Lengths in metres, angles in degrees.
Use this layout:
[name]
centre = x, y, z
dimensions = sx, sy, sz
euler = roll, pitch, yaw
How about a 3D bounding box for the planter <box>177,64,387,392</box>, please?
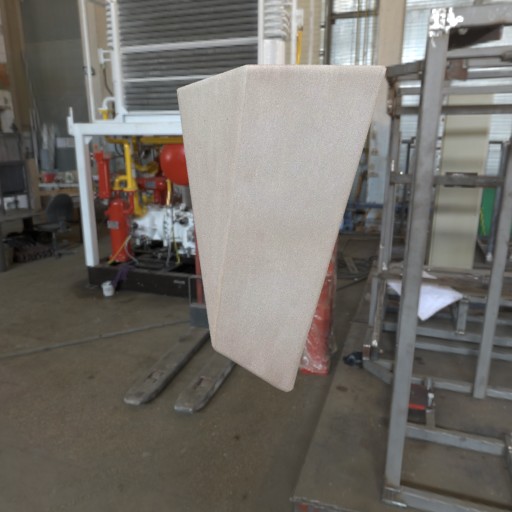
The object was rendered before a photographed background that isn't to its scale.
[planter]
centre = 0.000, 0.000, 0.268
dimensions = 0.060, 0.197, 0.150
euler = -7, 16, -25
